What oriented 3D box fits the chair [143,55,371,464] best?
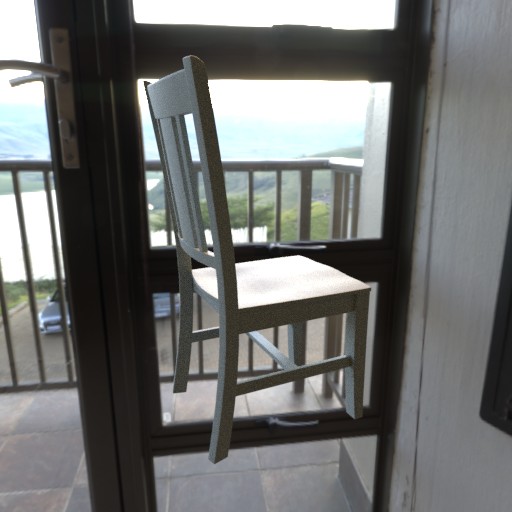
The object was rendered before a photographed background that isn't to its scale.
[{"bbox_3d":[0.000,0.000,1.318,0.555,0.998,0.450,-7,16,-25],"label":"chair"}]
